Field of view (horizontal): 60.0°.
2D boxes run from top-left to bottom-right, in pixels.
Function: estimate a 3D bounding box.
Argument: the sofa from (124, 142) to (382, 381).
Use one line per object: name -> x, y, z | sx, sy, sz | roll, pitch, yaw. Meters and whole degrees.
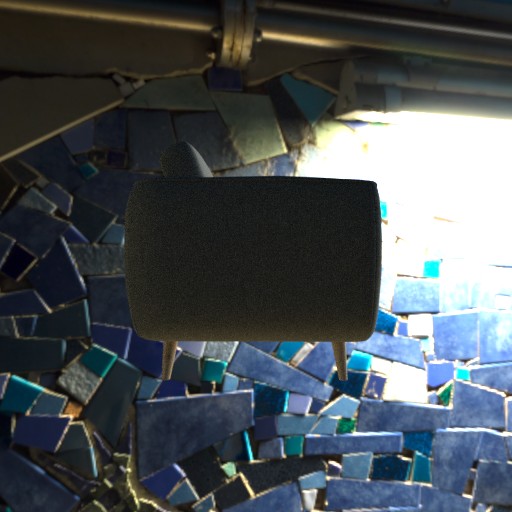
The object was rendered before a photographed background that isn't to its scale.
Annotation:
sofa -> 0.000, 0.000, 2.256 | 0.920, 0.870, 1.700 | 0, 0, 1
